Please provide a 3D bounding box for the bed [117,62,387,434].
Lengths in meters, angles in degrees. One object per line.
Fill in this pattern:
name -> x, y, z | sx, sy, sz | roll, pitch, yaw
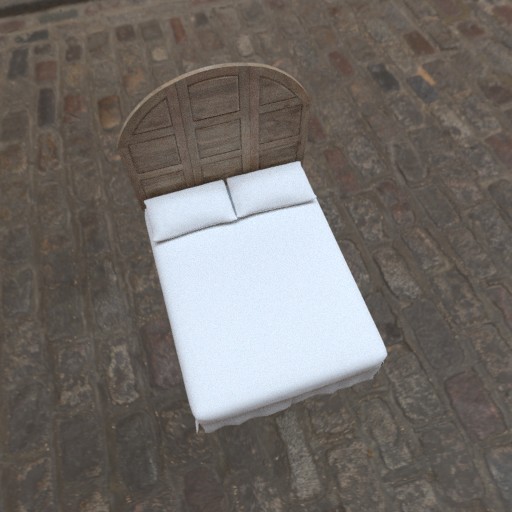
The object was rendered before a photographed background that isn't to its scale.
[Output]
bed -> 0.000, 0.000, 3.529 | 1.713, 2.002, 2.112 | -16, 63, -8
